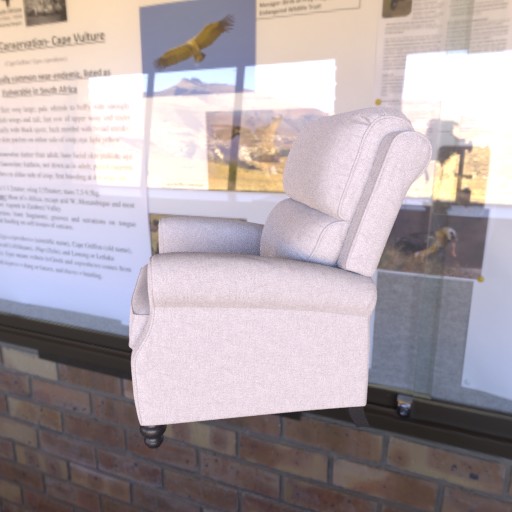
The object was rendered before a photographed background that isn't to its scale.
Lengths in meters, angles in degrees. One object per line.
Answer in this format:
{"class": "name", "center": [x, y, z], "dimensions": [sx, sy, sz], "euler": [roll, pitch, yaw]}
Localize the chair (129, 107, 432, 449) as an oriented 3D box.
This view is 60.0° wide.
{"class": "chair", "center": [0.000, 0.000, 1.679], "dimensions": [0.919, 1.046, 0.859], "euler": [-2, 14, -9]}
